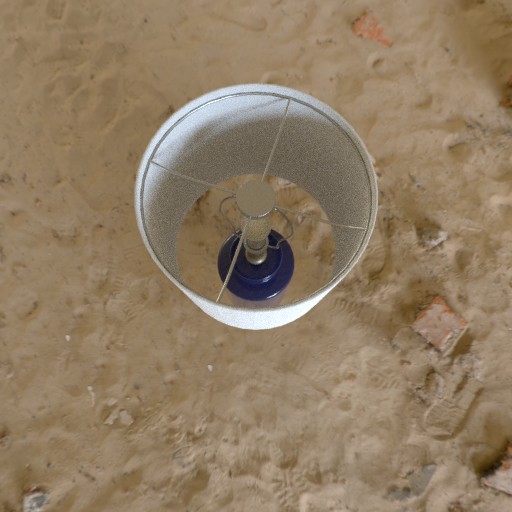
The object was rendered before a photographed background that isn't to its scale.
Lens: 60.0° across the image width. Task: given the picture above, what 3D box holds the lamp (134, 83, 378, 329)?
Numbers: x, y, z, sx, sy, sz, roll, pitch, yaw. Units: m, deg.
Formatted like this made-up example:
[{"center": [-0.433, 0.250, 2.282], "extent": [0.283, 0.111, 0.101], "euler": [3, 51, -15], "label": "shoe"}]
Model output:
[{"center": [0.000, 0.000, 0.624], "extent": [0.212, 0.493, 0.212], "euler": [18, 77, 4], "label": "lamp"}]
